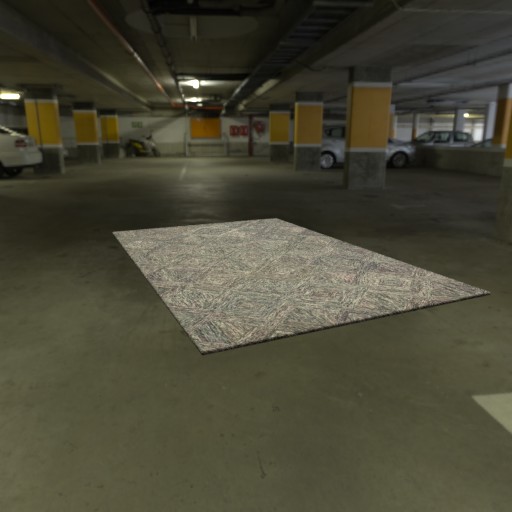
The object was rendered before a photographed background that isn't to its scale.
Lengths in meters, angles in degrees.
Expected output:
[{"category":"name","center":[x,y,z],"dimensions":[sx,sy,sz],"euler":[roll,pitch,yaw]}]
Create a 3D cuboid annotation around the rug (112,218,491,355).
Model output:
[{"category":"rug","center":[0.000,0.000,2.898],"dimensions":[1.501,0.017,2.298],"euler":[-7,16,-24]}]
